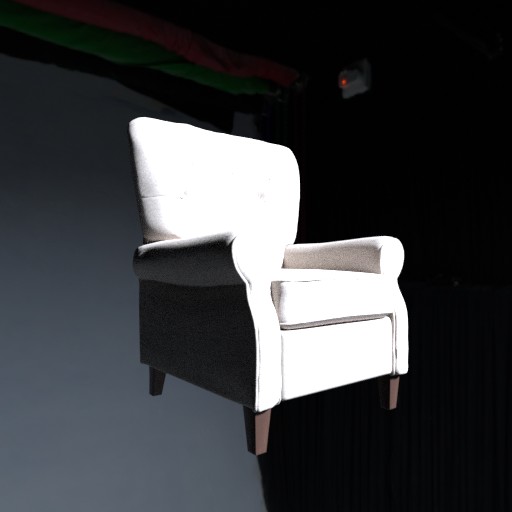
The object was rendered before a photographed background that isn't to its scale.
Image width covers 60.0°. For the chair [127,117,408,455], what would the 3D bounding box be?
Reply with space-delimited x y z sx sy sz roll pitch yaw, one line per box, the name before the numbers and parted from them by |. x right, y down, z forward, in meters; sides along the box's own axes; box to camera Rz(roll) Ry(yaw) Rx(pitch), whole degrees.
chair | 0.000 0.000 1.912 0.942 1.209 1.025 1 -1 -38
